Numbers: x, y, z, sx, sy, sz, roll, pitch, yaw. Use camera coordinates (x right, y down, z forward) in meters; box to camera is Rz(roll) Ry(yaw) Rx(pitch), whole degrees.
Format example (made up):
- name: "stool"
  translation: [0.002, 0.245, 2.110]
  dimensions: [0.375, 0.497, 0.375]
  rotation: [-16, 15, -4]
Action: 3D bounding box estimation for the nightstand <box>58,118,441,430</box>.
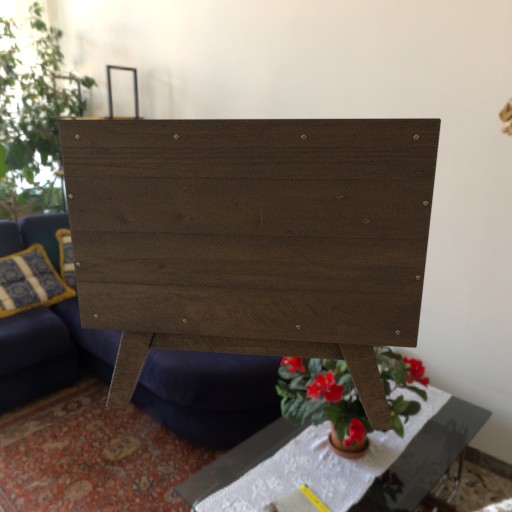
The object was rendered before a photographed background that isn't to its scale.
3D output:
- name: "nightstand"
  translation: [0.000, 0.000, 1.036]
  dimensions: [0.650, 0.599, 0.450]
  rotation: [2, 16, 7]
